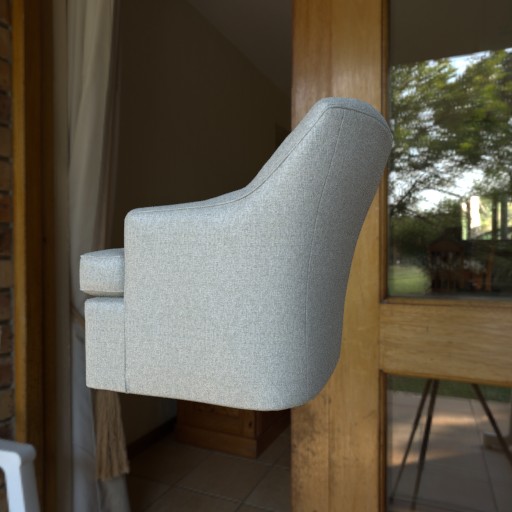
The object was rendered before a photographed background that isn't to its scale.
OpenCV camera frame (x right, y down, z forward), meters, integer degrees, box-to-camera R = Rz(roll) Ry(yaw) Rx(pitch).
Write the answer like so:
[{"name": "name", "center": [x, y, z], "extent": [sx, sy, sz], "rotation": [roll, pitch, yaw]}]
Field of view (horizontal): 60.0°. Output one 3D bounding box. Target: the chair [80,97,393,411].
[{"name": "chair", "center": [0.000, 0.000, 1.571], "extent": [0.923, 0.856, 0.864], "rotation": [0, 1, 18]}]
